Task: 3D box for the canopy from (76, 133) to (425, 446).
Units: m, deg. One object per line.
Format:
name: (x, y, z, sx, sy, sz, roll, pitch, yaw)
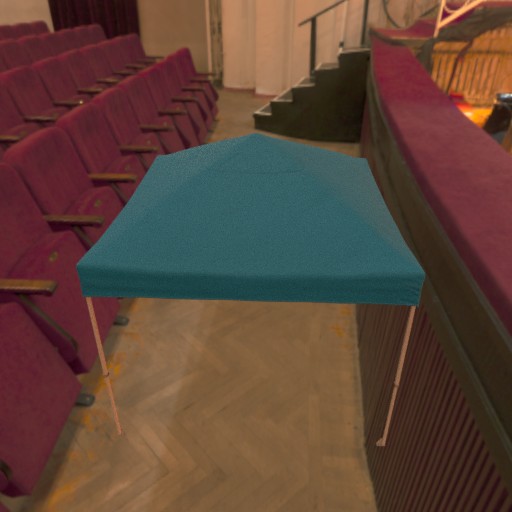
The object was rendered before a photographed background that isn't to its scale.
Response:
canopy: (0.000, 0.000, 5.403, 2.996, 2.997, 2.998, 1, 31, 2)
